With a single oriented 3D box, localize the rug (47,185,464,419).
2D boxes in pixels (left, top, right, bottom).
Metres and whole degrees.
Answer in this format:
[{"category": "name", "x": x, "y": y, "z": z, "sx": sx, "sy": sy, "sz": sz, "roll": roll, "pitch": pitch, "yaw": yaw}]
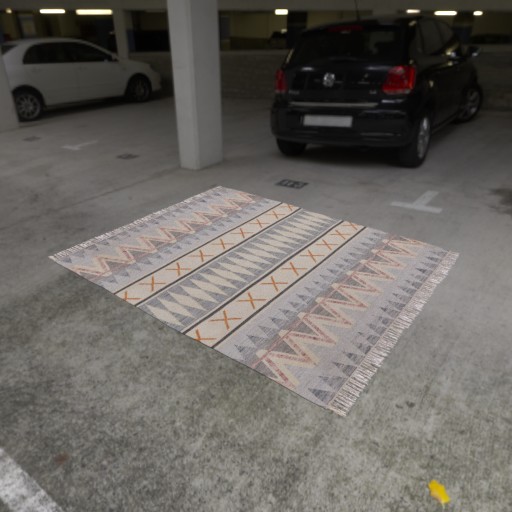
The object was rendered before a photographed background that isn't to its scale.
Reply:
[{"category": "rug", "x": 0.000, "y": 0.000, "z": 4.028, "sx": 3.000, "sy": 0.012, "sz": 2.371, "roll": 20, "pitch": 35, "yaw": 32}]
